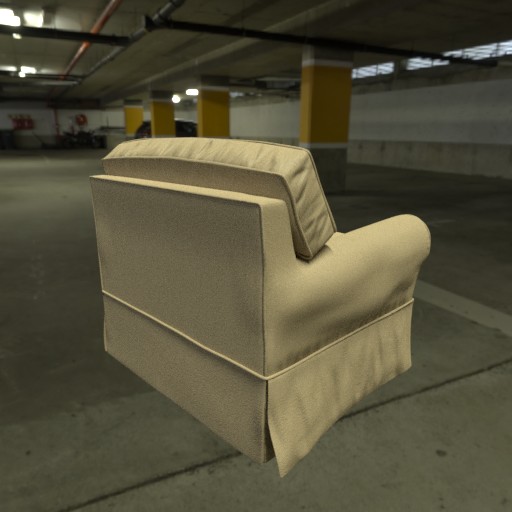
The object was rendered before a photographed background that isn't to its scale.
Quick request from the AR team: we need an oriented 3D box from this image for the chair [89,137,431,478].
[{"bbox_3d":[0.000,0.000,1.802,0.903,0.937,1.096,-15,22,-42],"label":"chair"}]
